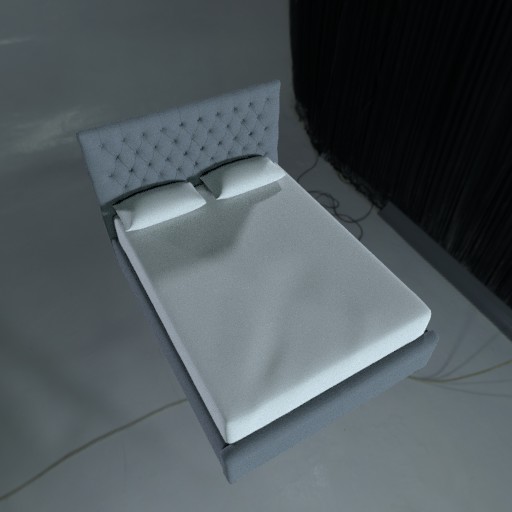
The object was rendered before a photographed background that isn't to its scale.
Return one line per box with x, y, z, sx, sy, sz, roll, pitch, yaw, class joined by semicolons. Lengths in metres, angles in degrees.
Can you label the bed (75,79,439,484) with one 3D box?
0.000;0.000;3.253;1.698;1.427;2.231;-23;50;-20;bed
